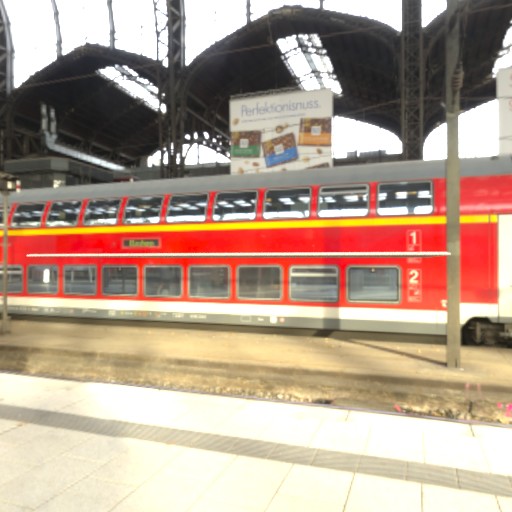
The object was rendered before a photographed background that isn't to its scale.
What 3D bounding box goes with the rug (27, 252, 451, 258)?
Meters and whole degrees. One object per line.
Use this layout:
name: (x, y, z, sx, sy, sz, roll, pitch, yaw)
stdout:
rug: (0.000, 0.000, 2.930, 2.213, 0.014, 1.608, 0, -1, 18)
